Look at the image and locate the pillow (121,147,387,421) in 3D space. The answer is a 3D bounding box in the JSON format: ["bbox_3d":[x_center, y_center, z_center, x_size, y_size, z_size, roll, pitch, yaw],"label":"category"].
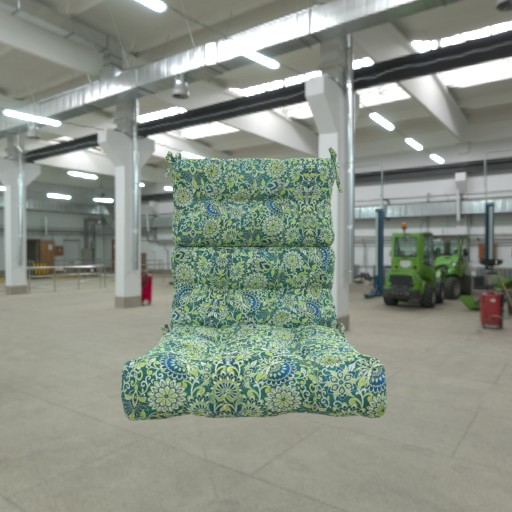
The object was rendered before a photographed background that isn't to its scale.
[{"bbox_3d":[0.000,0.000,1.046,0.519,0.605,0.571,0,1,0],"label":"pillow"}]
